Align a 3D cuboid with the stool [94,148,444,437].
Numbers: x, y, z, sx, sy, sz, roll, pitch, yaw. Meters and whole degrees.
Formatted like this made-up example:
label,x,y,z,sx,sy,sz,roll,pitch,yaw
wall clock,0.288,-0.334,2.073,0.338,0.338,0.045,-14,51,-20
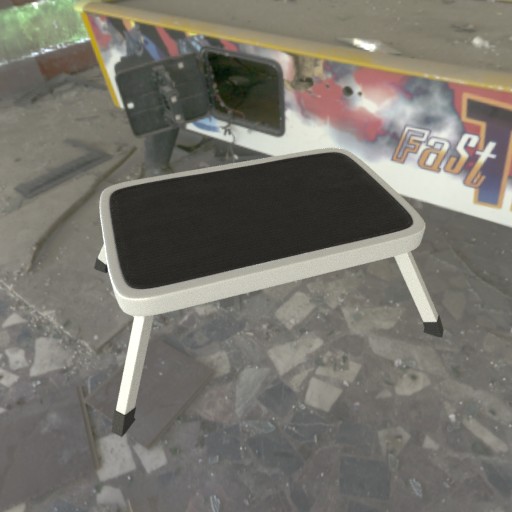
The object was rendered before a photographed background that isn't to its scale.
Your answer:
label,x,y,z,sx,sy,sz,roll,pitch,yaw
stool,0.000,0.000,0.626,0.460,0.170,0.320,-13,42,-15
